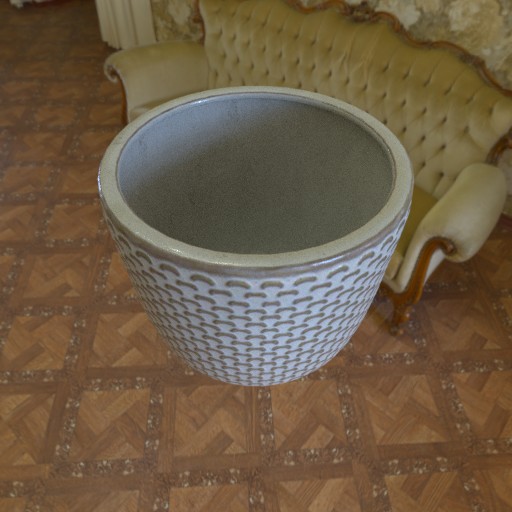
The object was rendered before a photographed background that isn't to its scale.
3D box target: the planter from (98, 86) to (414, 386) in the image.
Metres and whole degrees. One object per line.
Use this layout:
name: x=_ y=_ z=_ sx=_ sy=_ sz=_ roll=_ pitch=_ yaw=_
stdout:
planter: x=0.000 y=0.000 z=0.243 sx=0.139 sy=0.130 sz=0.139 roll=0 pitch=46 yaw=0
